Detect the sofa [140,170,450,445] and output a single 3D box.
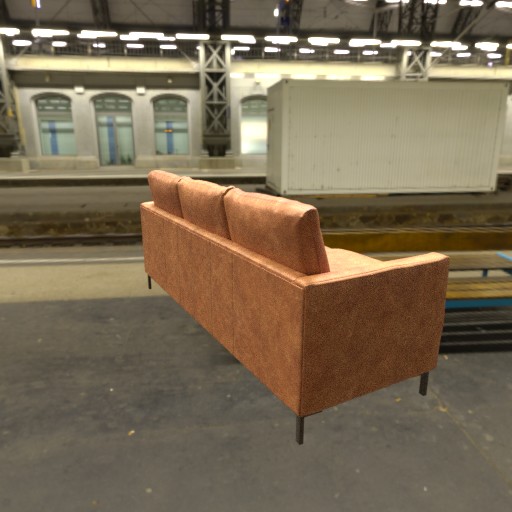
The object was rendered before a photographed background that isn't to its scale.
[{"bbox_3d":[0.000,0.000,2.470,0.748,0.863,2.029,-8,17,-28],"label":"sofa"}]
